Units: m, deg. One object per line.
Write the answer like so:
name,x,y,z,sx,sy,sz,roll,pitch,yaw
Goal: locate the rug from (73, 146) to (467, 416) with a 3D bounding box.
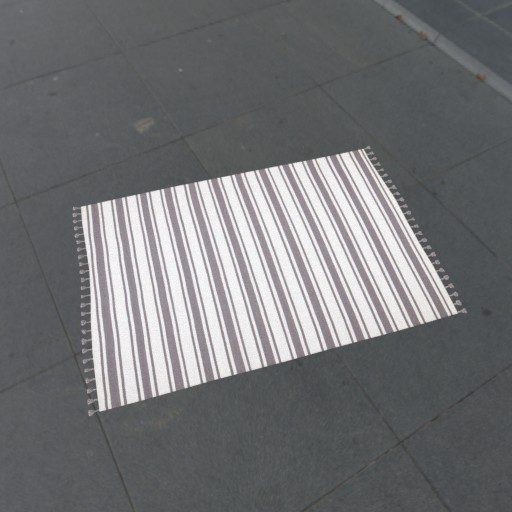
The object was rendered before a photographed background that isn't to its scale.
rug,0.000,0.000,3.087,2.425,0.014,1.563,-13,59,-8
